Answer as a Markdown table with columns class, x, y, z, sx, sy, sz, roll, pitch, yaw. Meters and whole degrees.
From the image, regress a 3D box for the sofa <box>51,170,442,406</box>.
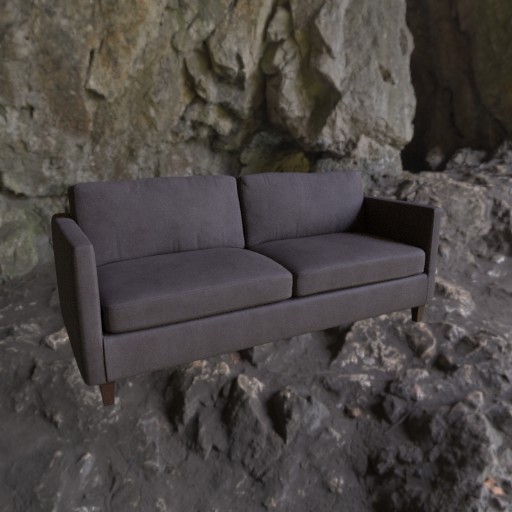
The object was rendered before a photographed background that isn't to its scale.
| class | x | y | z | sx | sy | sz | roll | pitch | yaw |
| --- | --- | --- | --- | --- | --- | --- | --- | --- | --- |
| sofa | 0.000 | 0.000 | 2.724 | 2.208 | 0.965 | 0.951 | -8 | 17 | -27 |
